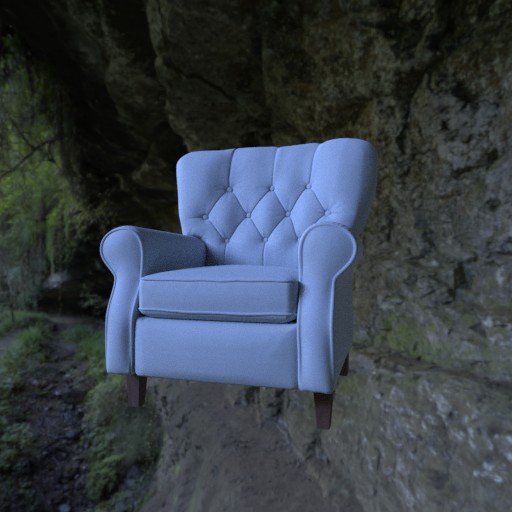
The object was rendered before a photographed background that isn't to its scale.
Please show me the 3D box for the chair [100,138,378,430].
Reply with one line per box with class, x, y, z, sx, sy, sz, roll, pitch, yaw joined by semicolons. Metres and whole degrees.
chair;0.000;0.000;2.088;1.090;1.217;1.128;0;0;17
